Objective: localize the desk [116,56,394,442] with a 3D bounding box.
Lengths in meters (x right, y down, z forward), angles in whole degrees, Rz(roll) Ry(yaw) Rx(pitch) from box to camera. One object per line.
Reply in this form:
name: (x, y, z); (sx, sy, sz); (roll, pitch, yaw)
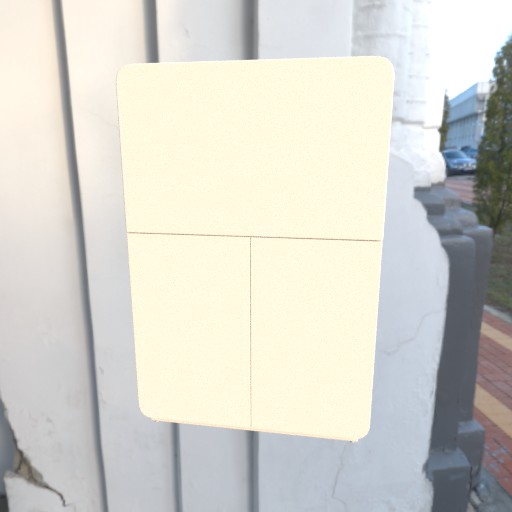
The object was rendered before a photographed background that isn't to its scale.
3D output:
desk: (0.000, 0.000, 1.507); (0.795, 1.190, 0.278); (2, 14, 9)
